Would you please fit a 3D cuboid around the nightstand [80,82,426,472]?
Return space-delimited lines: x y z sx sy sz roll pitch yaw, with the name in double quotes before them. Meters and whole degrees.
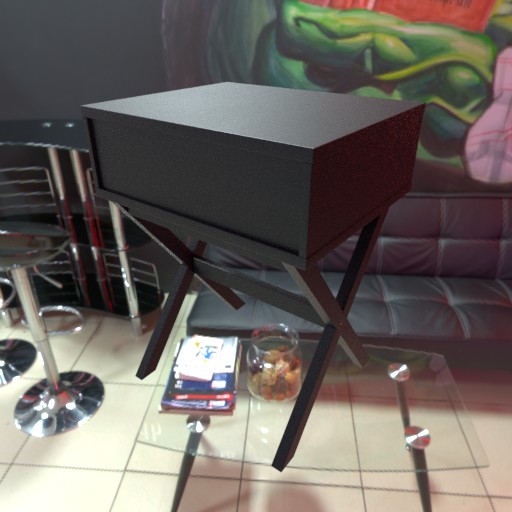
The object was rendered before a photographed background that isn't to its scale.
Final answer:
"nightstand" 0.000 0.000 0.947 0.479 0.623 0.402 20 34 32
